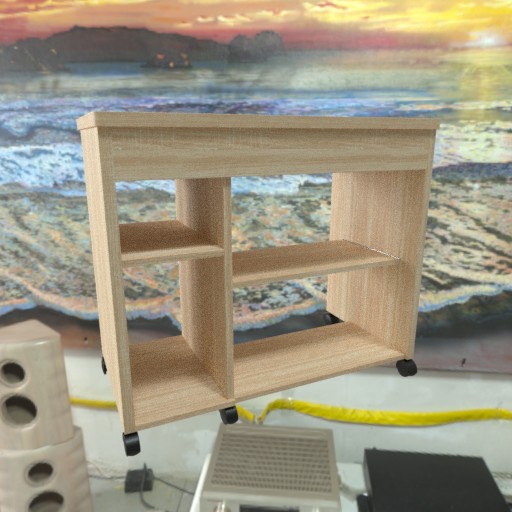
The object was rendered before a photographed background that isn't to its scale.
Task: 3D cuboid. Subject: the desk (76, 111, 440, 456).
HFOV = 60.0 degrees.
[{"bbox_3d":[0.000,0.000,1.304,0.884,0.770,0.480,-7,17,-24],"label":"desk"}]
